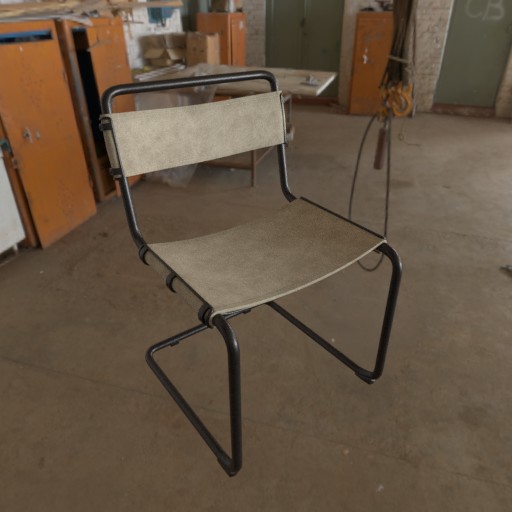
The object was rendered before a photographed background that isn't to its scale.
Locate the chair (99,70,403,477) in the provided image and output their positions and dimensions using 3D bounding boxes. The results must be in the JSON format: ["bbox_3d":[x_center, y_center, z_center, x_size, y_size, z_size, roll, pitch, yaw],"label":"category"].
[{"bbox_3d":[0.000,0.000,1.054,0.499,0.747,0.497,-20,36,-31],"label":"chair"}]
